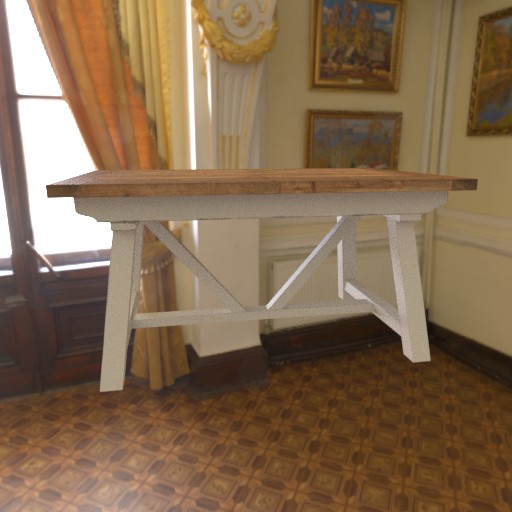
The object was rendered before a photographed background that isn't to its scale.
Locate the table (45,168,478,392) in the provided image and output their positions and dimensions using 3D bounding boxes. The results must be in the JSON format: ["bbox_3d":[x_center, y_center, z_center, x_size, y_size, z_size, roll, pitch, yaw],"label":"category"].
[{"bbox_3d":[0.000,0.000,2.038,1.503,0.743,0.922,-3,14,-10],"label":"table"}]
